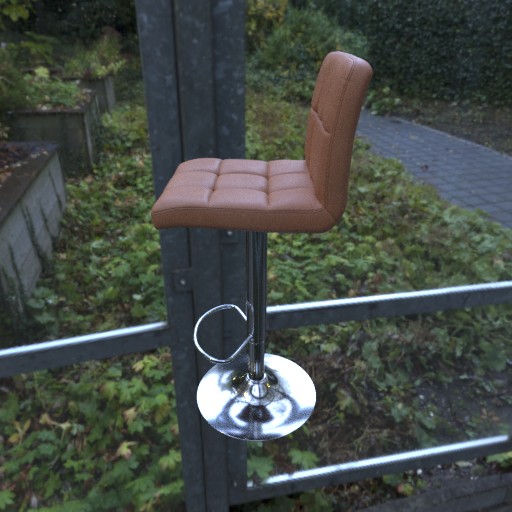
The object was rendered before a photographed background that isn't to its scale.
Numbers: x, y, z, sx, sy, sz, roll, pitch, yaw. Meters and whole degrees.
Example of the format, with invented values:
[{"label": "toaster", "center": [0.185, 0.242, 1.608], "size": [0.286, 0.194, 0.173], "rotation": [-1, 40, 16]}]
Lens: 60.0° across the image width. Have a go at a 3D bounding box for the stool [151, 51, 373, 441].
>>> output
[{"label": "stool", "center": [0.000, 0.000, 1.341], "size": [0.505, 1.115, 0.430], "rotation": [0, 27, 1]}]
